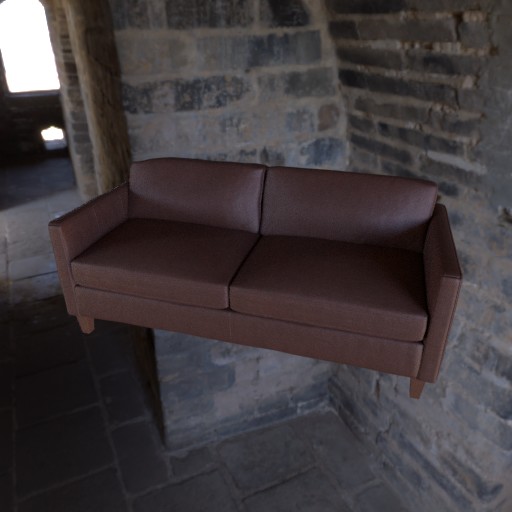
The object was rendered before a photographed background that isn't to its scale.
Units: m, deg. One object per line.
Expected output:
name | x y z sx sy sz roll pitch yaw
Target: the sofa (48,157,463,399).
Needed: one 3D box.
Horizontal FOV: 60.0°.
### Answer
sofa | 0.000 0.000 2.451 1.971 0.863 0.923 8 28 15
